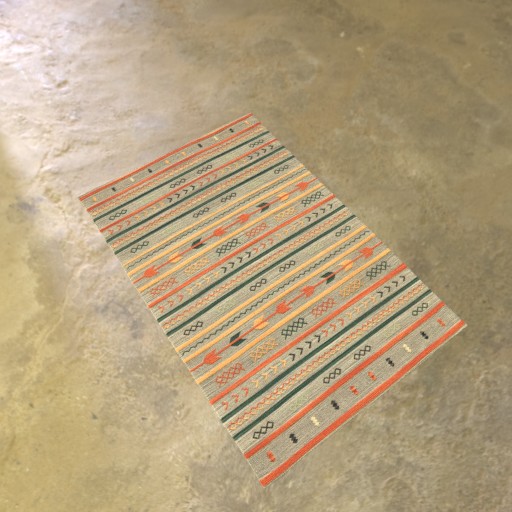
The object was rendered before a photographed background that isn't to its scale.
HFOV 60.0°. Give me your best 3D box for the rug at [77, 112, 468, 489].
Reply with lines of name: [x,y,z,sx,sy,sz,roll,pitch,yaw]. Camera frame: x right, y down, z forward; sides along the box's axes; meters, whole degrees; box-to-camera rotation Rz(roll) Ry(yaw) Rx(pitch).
rug: [0.000,0.000,2.350,1.220,0.017,1.835,-31,64,-17]
